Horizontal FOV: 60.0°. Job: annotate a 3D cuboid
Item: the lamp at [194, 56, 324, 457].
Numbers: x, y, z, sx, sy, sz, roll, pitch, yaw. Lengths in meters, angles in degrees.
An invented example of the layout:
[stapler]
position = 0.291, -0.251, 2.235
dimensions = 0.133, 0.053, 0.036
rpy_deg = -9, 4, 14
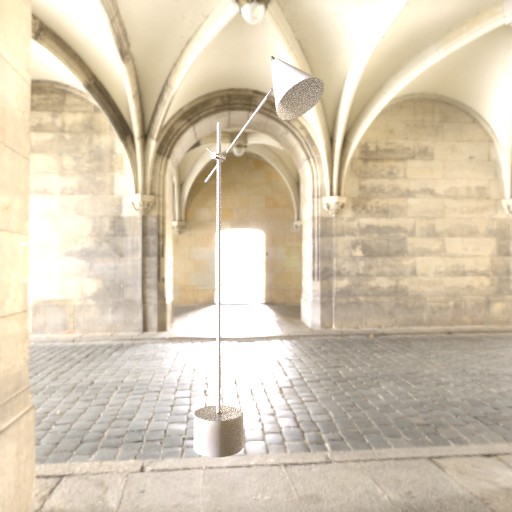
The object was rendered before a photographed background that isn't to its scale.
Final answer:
[lamp]
position = 0.000, 0.000, 1.600
dimensions = 0.508, 1.430, 0.223
rpy_deg = -1, -2, 37
